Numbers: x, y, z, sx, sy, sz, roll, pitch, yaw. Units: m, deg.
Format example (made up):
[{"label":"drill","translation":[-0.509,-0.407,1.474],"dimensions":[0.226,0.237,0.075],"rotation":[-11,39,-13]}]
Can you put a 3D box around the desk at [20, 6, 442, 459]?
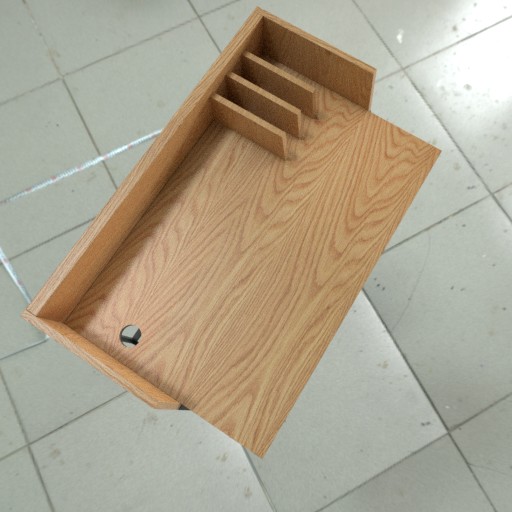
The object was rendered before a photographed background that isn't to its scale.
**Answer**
[{"label":"desk","translation":[0.000,0.000,1.780],"dimensions":[0.769,1.061,1.191],"rotation":[32,78,8]}]
